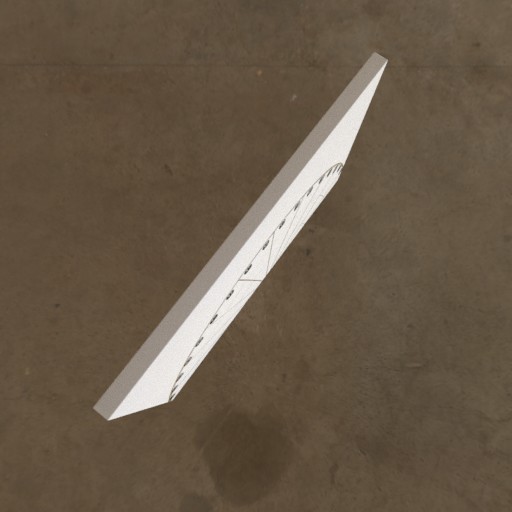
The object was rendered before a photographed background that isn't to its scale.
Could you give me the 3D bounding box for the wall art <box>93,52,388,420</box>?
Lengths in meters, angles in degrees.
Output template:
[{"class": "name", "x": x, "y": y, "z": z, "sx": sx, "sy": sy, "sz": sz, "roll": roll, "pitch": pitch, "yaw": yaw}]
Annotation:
[{"class": "wall art", "x": 0.000, "y": 0.000, "z": 1.141, "sx": 0.038, "sy": 0.601, "sz": 0.898, "roll": 36, "pitch": 78, "yaw": 9}]
